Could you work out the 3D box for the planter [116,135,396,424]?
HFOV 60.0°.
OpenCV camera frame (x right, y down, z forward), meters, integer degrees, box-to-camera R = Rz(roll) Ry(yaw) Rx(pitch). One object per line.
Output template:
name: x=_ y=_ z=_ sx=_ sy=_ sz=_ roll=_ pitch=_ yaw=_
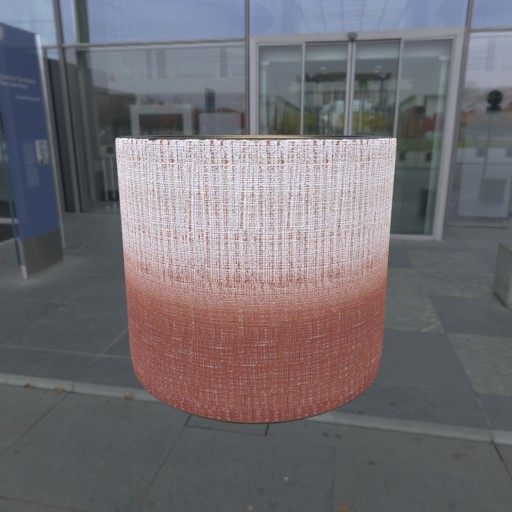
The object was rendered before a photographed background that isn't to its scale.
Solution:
planter: x=0.000 y=0.000 z=0.383 sx=0.221 sy=0.201 sz=0.221 roll=0 pitch=16 yaw=0
